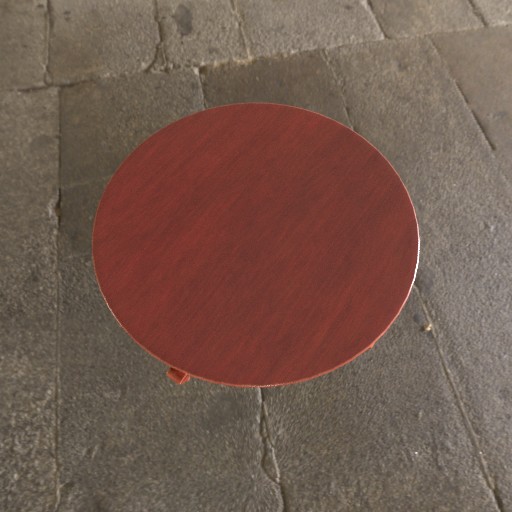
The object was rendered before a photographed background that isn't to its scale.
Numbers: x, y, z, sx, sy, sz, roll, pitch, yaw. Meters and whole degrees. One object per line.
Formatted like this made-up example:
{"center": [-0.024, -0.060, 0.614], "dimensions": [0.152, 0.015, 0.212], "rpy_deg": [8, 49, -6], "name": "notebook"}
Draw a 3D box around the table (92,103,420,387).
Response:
{"center": [0.000, 0.000, 1.617], "dimensions": [1.029, 0.486, 1.029], "rpy_deg": [0, 63, 0], "name": "table"}
